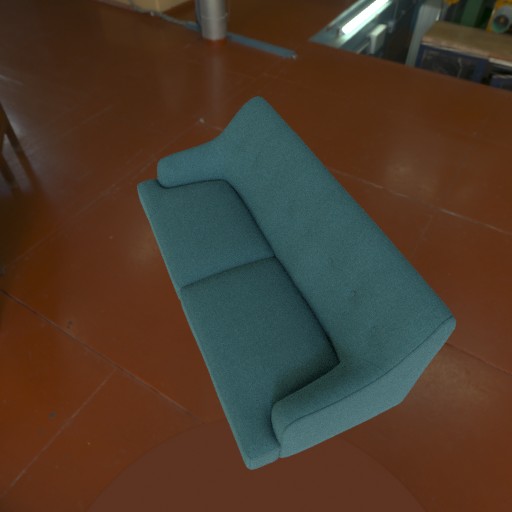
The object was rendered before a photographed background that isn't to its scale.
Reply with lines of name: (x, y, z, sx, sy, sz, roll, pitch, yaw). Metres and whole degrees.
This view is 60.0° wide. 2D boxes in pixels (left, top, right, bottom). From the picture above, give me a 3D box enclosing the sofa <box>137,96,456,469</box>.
sofa: (0.000, 0.000, 2.597, 0.978, 0.871, 2.057, -18, 51, -15)
